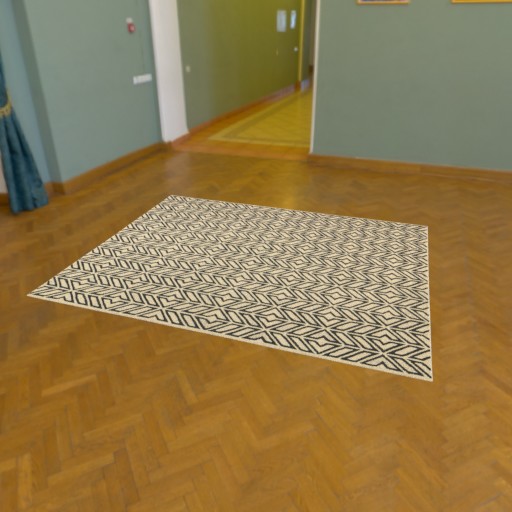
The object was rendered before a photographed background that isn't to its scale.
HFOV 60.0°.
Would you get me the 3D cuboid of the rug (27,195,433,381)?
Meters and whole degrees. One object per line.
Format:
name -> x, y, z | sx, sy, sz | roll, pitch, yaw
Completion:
rug -> 0.000, 0.000, 4.117 | 3.045, 0.008, 2.421 | 9, 29, 16
